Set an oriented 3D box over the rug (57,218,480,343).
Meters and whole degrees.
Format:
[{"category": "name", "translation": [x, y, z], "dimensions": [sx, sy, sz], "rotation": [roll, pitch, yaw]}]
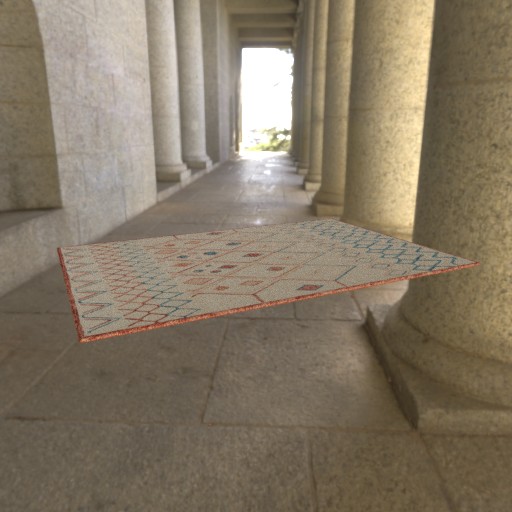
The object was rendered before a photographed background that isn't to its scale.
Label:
[{"category": "rug", "translation": [0.000, 0.000, 2.289], "dimensions": [1.829, 0.016, 1.219], "rotation": [-8, 18, -25]}]
